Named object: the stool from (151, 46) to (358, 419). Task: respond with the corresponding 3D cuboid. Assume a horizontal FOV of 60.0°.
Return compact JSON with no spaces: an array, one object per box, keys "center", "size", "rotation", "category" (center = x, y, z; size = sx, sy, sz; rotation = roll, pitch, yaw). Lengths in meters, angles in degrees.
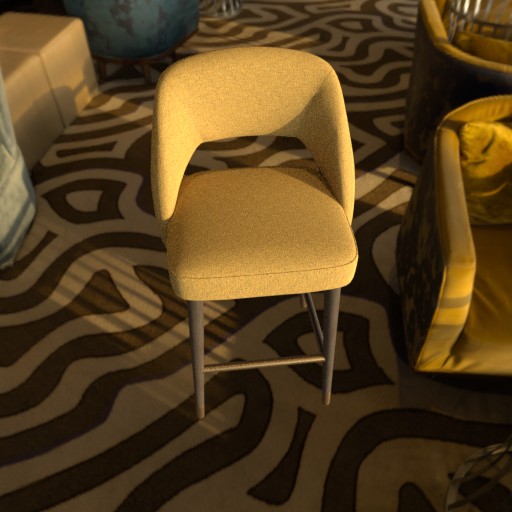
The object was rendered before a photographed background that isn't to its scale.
[{"center":[0.000,0.000,1.331],"size":[0.536,1.032,0.522],"rotation":[-5,47,-4],"category":"stool"}]
